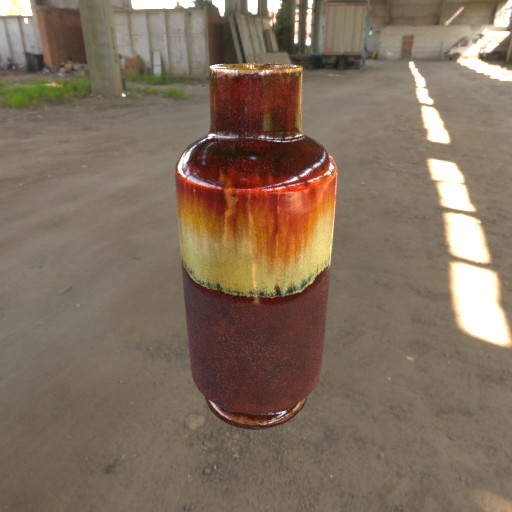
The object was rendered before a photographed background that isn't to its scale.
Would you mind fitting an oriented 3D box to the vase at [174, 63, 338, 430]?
[{"bbox_3d":[0.000,0.000,0.331,0.111,0.261,0.111,0,26,0],"label":"vase"}]
